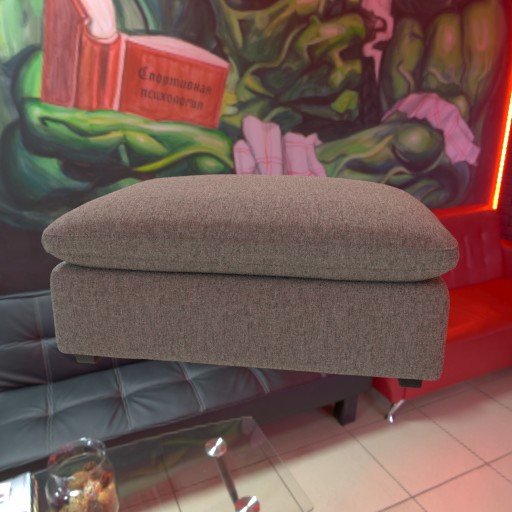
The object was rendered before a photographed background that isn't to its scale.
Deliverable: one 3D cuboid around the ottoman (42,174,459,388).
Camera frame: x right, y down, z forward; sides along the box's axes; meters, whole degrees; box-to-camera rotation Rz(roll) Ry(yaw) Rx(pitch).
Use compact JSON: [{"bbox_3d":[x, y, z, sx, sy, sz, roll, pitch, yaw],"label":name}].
[{"bbox_3d":[0.000,0.000,1.328,0.977,0.451,0.694,2,18,7],"label":"ottoman"}]
